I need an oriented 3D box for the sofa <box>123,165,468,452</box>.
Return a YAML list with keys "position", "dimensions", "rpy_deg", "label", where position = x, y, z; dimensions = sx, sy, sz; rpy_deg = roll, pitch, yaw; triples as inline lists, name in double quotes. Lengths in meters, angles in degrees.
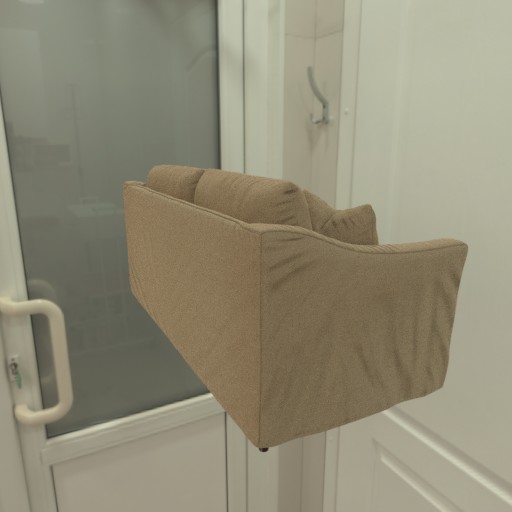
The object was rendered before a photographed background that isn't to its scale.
- position: [0.000, 0.000, 2.574]
  dimensions: [1.072, 1.018, 2.010]
  rpy_deg: [-8, 17, -27]
  label: "sofa"
